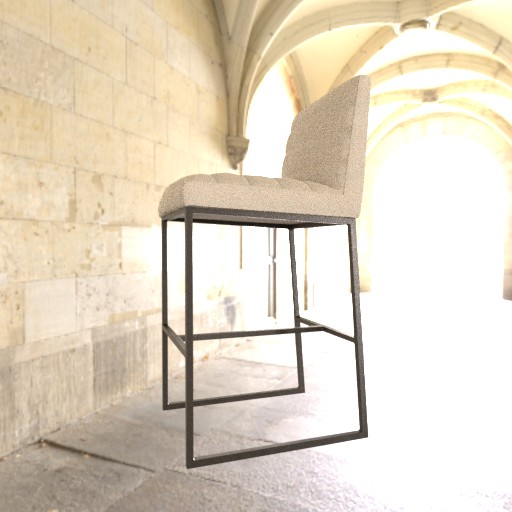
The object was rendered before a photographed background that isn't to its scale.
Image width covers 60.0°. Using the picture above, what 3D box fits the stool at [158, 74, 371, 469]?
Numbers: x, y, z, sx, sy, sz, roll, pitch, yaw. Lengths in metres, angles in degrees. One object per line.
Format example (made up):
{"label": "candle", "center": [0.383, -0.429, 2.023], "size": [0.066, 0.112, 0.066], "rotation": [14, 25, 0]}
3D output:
{"label": "stool", "center": [0.000, 0.000, 1.399], "size": [0.573, 1.061, 0.464], "rotation": [-1, 2, -20]}
